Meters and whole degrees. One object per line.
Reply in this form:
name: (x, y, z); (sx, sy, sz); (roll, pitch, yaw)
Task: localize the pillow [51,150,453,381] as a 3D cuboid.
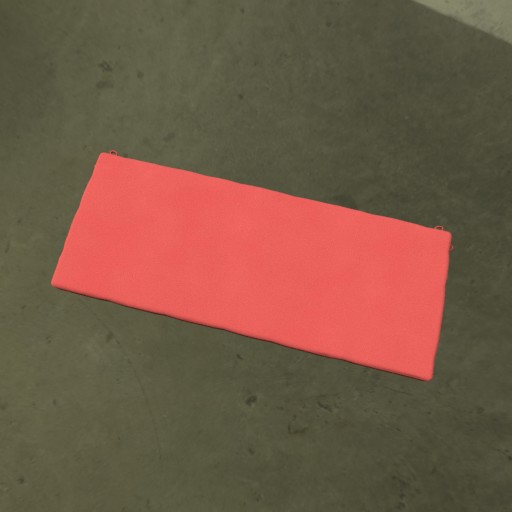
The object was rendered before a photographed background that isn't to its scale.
pillow: (0.000, 0.000, 1.366); (1.187, 0.081, 0.492); (14, 75, 4)
